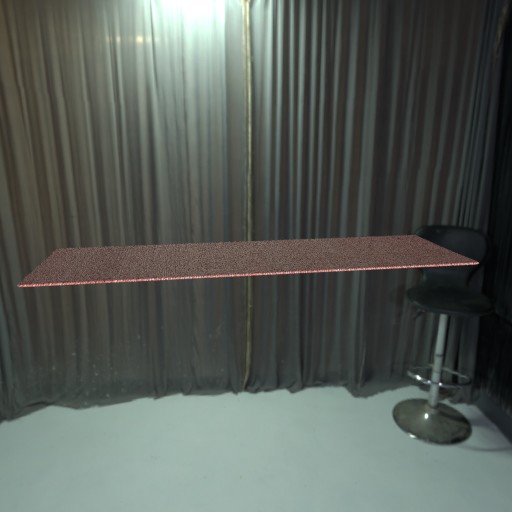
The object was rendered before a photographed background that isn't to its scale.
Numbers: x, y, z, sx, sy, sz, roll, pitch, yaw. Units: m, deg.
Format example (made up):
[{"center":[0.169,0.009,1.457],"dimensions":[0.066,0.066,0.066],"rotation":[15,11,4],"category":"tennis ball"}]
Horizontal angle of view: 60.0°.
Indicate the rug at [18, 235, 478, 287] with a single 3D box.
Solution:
[{"center":[0.000,0.000,2.510],"dimensions":[2.307,0.012,0.687],"rotation":[-2,15,-9],"category":"rug"}]
